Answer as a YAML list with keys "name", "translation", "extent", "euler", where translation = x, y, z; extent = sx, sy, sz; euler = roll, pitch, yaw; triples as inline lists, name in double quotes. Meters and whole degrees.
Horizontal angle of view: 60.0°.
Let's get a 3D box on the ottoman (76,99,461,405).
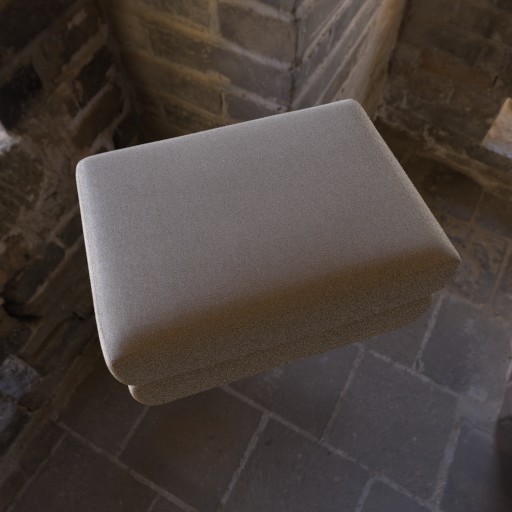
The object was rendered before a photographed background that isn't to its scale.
- name: "ottoman"
  translation: [0.000, 0.000, 1.173]
  extent: [0.773, 0.504, 0.569]
  euler: [-15, 59, -9]
